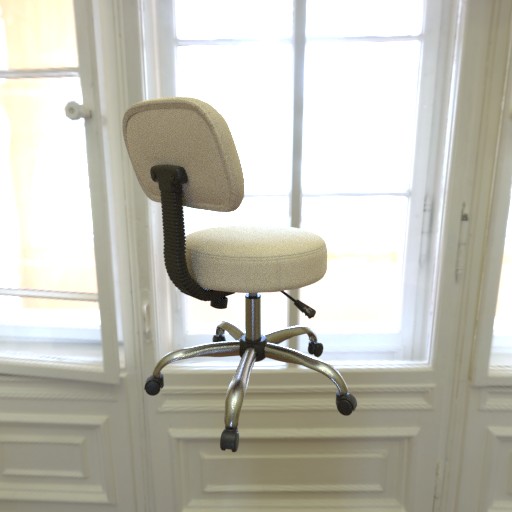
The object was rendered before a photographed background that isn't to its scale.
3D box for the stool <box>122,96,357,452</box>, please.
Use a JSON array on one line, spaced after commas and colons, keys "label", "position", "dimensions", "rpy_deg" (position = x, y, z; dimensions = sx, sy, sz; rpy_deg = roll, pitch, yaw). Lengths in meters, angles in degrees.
[{"label": "stool", "position": [0.000, 0.000, 1.260], "dimensions": [0.616, 0.810, 0.609], "rpy_deg": [-13, 19, -42]}]
